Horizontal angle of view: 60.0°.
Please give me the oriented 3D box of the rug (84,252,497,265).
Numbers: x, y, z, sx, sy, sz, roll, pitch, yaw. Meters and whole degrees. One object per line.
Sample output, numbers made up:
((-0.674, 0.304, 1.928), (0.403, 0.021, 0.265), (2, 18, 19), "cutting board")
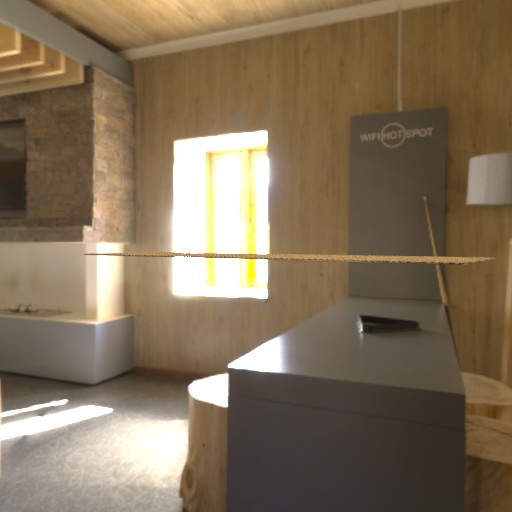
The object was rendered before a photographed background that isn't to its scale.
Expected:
((0.000, 0.000, 2.457), (2.286, 0.008, 0.686), (1, 2, 36), "rug")
